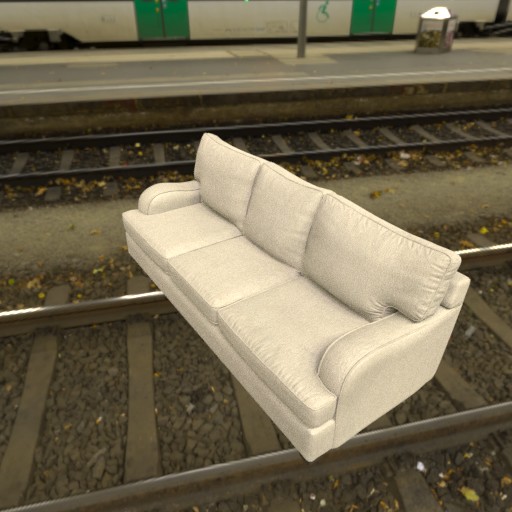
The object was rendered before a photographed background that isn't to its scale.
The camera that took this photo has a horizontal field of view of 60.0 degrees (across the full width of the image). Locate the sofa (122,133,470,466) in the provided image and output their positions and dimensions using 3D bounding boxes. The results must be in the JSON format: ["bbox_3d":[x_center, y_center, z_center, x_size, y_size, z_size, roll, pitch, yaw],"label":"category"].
[{"bbox_3d":[0.000,0.000,2.879,1.016,0.991,2.323,-20,37,-29],"label":"sofa"}]
